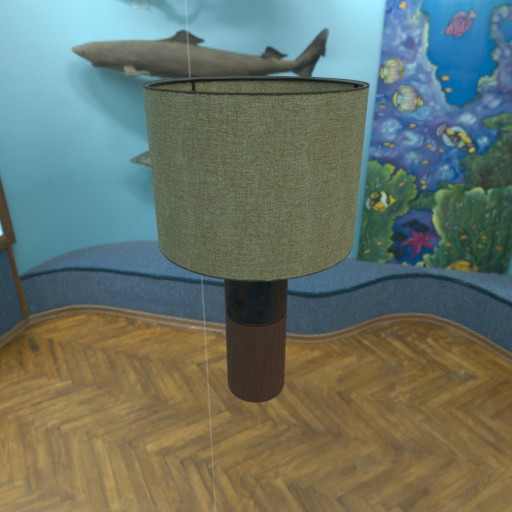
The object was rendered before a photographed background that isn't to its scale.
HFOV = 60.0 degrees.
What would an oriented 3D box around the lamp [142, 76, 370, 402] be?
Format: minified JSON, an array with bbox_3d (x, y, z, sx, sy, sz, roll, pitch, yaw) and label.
[{"bbox_3d":[0.000,0.000,0.478,0.202,0.350,0.202,0,25,0],"label":"lamp"}]
